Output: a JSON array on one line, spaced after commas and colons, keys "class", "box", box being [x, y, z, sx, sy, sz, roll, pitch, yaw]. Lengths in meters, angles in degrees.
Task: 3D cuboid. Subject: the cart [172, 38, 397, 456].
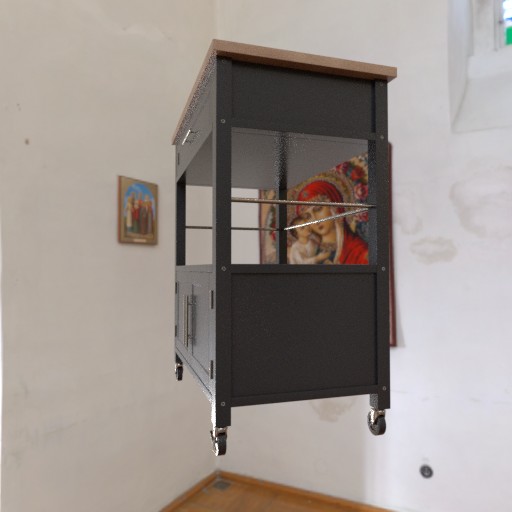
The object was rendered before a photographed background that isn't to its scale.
[{"class": "cart", "box": [0.000, 0.000, 1.399, 0.459, 0.901, 0.840, 1, -2, -17]}]
